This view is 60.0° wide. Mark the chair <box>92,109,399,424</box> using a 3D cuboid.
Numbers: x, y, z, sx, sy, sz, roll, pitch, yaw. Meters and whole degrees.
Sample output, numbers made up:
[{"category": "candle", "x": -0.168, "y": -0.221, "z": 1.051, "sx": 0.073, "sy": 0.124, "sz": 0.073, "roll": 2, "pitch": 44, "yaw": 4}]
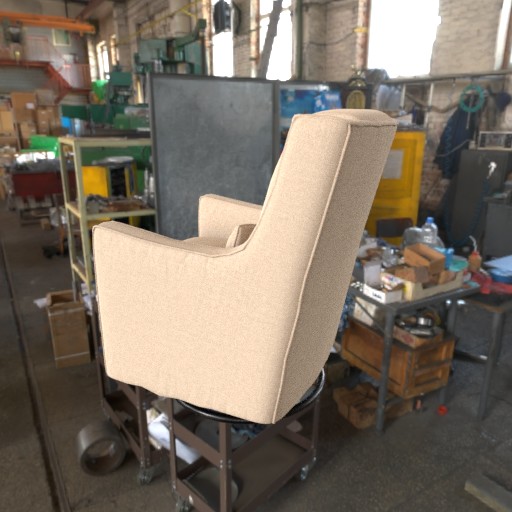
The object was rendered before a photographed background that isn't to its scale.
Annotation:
[{"category": "chair", "x": 0.000, "y": 0.000, "z": 1.588, "sx": 0.879, "sy": 0.993, "sz": 0.732, "roll": 8, "pitch": 19, "yaw": 24}]
